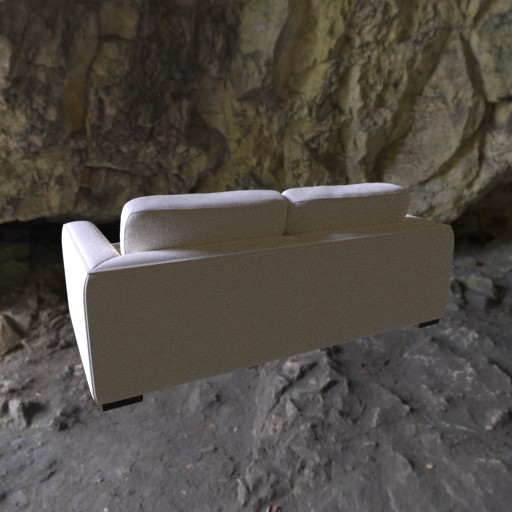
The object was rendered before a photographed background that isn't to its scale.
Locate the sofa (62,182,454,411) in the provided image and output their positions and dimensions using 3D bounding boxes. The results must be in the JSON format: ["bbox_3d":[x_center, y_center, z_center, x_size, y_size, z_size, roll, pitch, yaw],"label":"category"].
[{"bbox_3d":[0.000,0.000,2.456,1.920,0.801,1.069,-8,17,-26],"label":"sofa"}]
